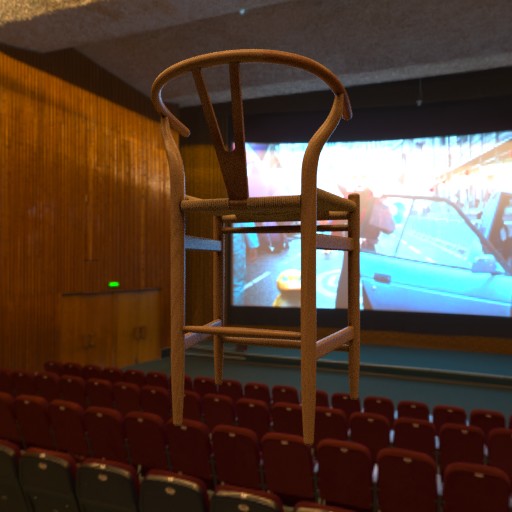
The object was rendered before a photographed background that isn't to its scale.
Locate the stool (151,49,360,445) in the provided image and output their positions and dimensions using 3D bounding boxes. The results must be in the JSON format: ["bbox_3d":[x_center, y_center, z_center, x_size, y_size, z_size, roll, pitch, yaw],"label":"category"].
[{"bbox_3d":[0.000,0.000,1.266,0.536,0.923,0.575,0,0,20],"label":"stool"}]
